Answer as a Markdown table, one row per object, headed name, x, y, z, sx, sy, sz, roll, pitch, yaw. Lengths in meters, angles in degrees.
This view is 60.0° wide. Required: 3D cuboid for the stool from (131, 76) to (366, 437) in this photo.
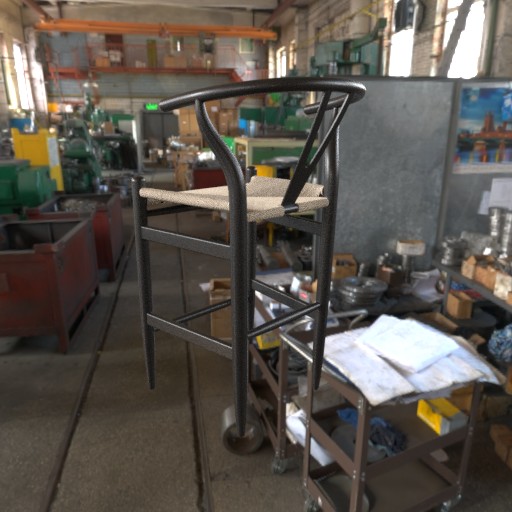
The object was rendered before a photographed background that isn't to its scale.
| name | x | y | z | sx | sy | sz | roll | pitch | yaw |
| --- | --- | --- | --- | --- | --- | --- | --- | --- | --- |
| stool | 0.000 | 0.000 | 1.346 | 0.569 | 0.970 | 0.579 | -16 | 23 | -42 |
